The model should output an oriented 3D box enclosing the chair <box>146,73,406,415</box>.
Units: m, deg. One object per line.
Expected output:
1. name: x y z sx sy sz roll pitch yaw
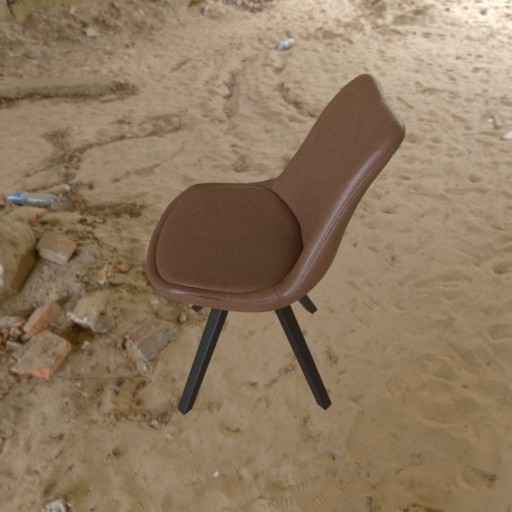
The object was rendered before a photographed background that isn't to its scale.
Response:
1. chair: 0.000 0.000 1.165 0.550 0.850 0.475 0 41 0
